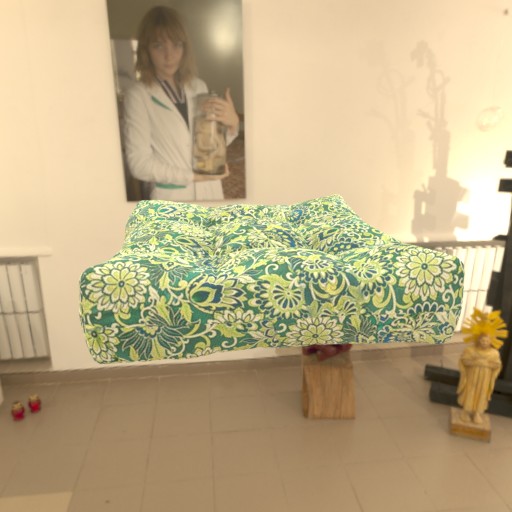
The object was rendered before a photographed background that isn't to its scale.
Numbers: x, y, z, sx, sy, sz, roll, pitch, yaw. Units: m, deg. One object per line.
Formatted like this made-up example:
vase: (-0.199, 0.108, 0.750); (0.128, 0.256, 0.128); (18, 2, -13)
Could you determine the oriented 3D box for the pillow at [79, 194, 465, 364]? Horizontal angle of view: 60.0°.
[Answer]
pillow: (0.000, 0.000, 0.734); (0.468, 0.128, 0.490); (-2, 17, -7)
